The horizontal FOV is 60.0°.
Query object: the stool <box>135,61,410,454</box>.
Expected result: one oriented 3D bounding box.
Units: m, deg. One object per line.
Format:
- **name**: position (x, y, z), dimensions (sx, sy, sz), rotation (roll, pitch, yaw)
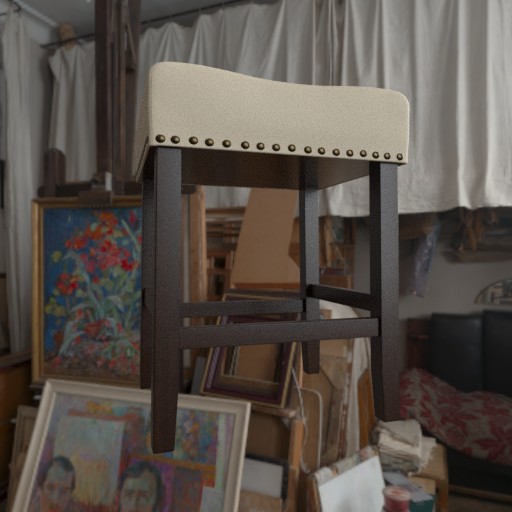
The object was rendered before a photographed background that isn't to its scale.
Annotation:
- **stool**: position (0.000, 0.000, 0.925), dimensions (0.471, 0.609, 0.401), rotation (0, 1, -18)
